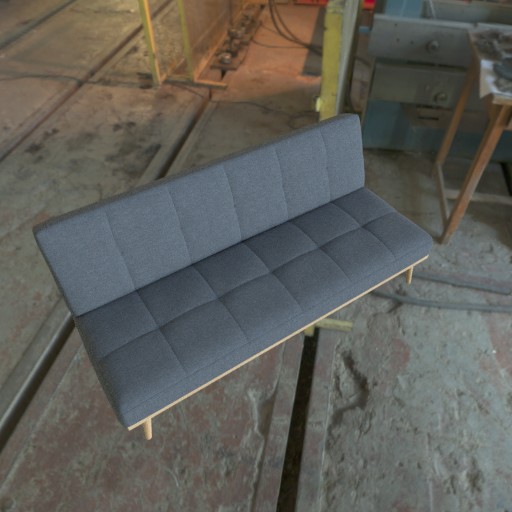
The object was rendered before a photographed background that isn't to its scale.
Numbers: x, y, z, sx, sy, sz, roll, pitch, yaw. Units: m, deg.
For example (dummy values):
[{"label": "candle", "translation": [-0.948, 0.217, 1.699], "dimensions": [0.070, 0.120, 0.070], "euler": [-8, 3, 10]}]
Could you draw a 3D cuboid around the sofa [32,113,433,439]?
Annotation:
[{"label": "sofa", "translation": [0.000, 0.000, 2.256], "dimensions": [1.820, 0.770, 0.820], "euler": [-25, 51, -22]}]
